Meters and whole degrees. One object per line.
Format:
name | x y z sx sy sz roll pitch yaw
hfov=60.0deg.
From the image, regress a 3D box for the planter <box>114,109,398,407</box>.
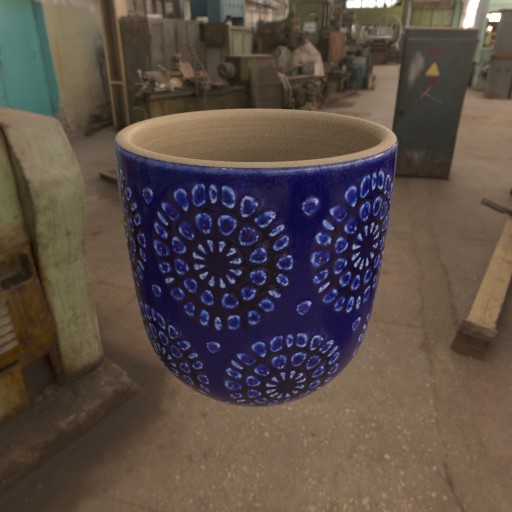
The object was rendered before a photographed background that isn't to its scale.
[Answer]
planter | 0.000 0.000 0.199 0.109 0.112 0.109 0 27 0
